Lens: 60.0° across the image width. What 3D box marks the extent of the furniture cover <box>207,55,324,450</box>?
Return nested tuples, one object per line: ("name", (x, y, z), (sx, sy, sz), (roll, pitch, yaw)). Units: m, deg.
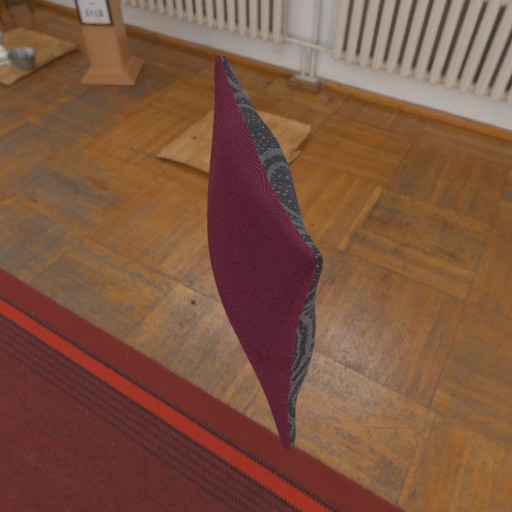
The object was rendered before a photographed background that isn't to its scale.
("furniture cover", (0.000, 0.000, 0.796), (0.163, 0.513, 0.514), (-10, 47, -10))
